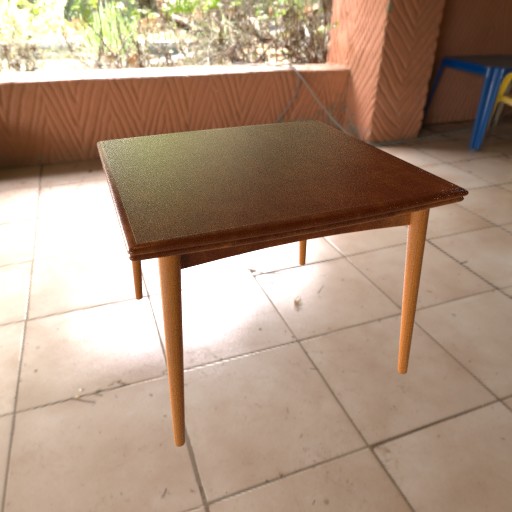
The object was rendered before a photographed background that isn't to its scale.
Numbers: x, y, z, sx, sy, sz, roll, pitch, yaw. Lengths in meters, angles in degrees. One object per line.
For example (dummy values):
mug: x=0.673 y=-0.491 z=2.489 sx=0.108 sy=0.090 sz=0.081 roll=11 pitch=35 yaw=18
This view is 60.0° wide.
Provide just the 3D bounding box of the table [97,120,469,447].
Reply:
table: x=0.000 y=0.000 z=1.720 sx=0.991 sy=0.754 sz=0.991 roll=-11 pitch=32 yaw=-18
